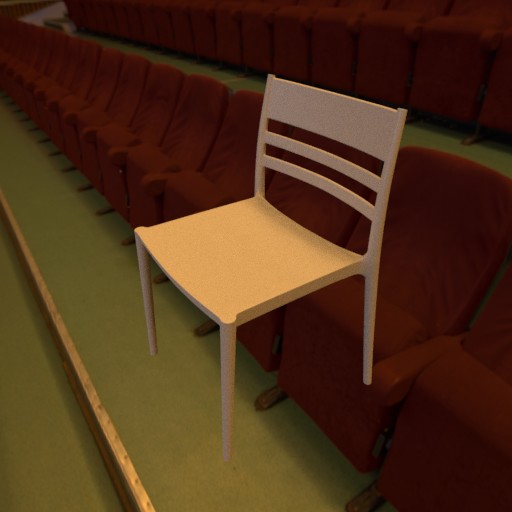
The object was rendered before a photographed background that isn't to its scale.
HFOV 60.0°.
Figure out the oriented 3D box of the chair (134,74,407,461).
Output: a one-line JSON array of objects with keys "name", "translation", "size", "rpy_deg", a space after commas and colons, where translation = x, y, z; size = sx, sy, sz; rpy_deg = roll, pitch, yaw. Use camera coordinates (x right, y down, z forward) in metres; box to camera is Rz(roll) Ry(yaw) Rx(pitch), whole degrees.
[{"name": "chair", "translation": [0.000, 0.000, 1.178], "size": [0.511, 0.800, 0.531], "rpy_deg": [-21, 38, -29]}]
